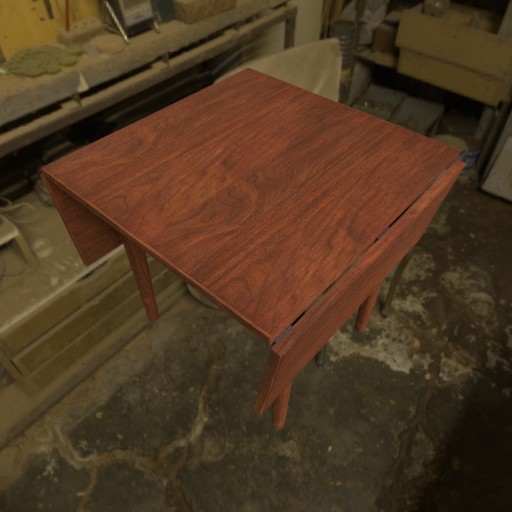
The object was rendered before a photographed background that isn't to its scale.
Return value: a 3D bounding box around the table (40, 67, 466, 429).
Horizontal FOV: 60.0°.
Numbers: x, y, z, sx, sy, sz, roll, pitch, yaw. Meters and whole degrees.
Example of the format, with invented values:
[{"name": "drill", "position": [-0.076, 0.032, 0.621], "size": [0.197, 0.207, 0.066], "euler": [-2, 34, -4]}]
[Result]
[{"name": "table", "position": [0.000, 0.000, 1.466], "size": [0.843, 0.763, 0.812], "euler": [33, 55, 27]}]
